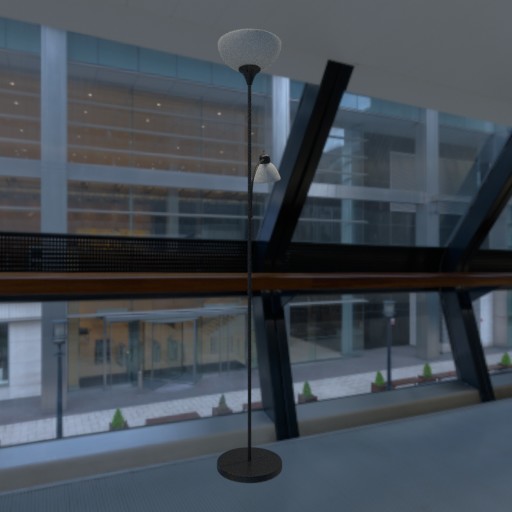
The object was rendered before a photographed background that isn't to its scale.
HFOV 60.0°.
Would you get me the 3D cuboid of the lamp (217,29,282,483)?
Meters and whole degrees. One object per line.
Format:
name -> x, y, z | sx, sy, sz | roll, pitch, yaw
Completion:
lamp -> 0.000, 0.000, 1.973 | 0.279, 1.804, 0.442 | 0, 0, 19
